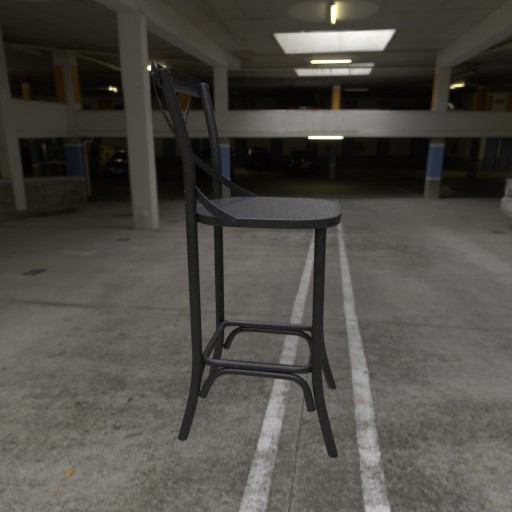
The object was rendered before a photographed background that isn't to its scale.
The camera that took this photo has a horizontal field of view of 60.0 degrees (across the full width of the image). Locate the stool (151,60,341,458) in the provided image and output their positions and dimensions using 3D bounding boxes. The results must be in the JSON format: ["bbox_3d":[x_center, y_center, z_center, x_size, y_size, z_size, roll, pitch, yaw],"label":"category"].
[{"bbox_3d":[0.000,0.000,1.459,0.584,1.168,0.457,2,16,9],"label":"stool"}]
